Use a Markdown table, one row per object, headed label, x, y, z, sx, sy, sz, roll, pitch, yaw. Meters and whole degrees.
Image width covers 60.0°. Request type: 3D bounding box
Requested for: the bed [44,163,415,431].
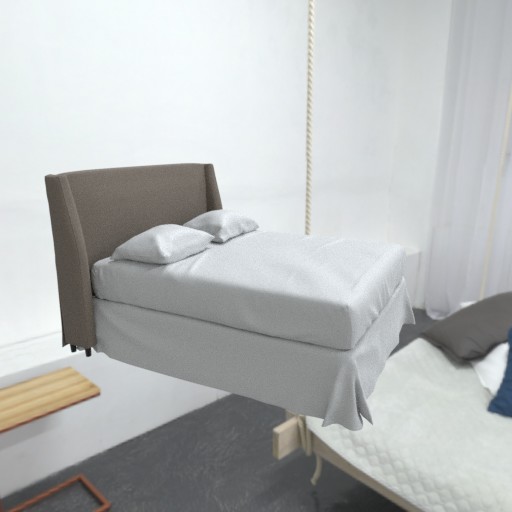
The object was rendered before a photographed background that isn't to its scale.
| label | x | y | z | sx | sy | sz | roll | pitch | yaw |
| --- | --- | --- | --- | --- | --- | --- | --- | --- | --- |
| bed | 0.000 | 0.000 | 3.463 | 2.276 | 1.332 | 1.925 | 7 | 16 | 26 |
